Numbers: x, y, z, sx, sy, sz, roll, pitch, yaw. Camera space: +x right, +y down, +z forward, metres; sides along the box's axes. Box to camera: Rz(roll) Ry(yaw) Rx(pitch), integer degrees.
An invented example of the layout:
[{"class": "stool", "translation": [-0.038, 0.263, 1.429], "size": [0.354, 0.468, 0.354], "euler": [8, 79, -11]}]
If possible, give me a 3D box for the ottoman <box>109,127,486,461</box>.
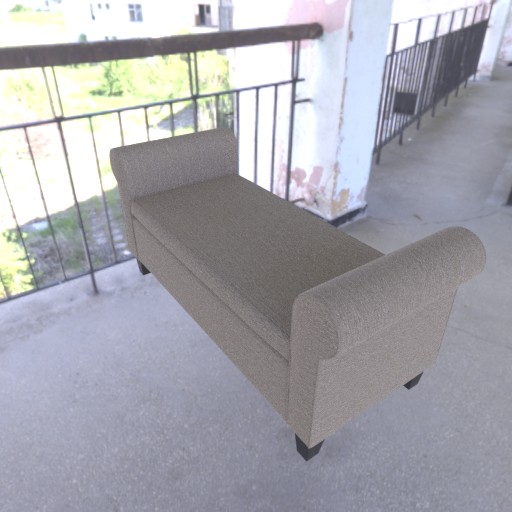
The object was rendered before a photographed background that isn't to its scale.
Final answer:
[{"class": "ottoman", "translation": [0.000, 0.000, 1.513], "size": [0.521, 0.547, 1.256], "euler": [-20, 37, -29]}]
